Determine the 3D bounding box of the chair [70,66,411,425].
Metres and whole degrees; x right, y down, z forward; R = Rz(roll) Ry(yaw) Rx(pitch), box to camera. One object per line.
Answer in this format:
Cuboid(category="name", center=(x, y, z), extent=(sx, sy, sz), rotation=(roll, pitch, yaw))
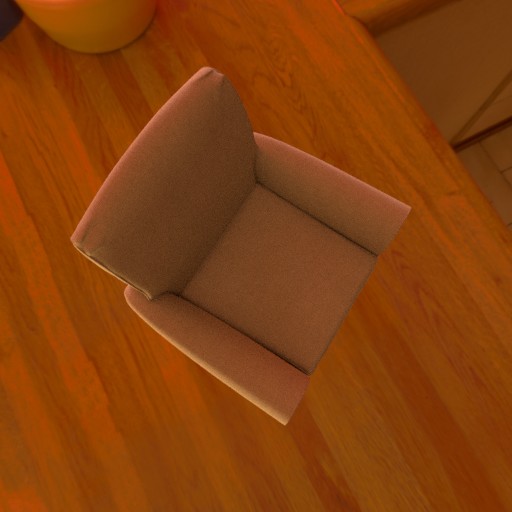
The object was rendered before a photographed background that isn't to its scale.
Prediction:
Cuboid(category="chair", center=(0.000, 0.000, 1.809), extent=(0.905, 1.061, 0.978), rotation=(31, 78, 8))
